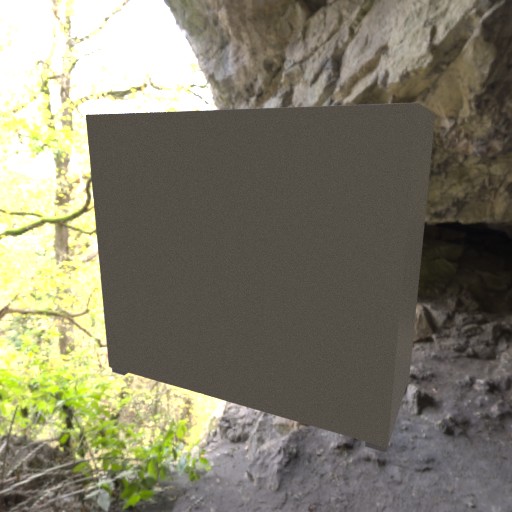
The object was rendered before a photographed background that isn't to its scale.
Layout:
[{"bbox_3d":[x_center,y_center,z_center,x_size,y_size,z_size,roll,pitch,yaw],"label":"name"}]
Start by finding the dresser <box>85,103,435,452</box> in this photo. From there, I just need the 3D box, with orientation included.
[{"bbox_3d":[0.000,0.000,1.632,1.100,1.000,0.460,7,16,25],"label":"dresser"}]
